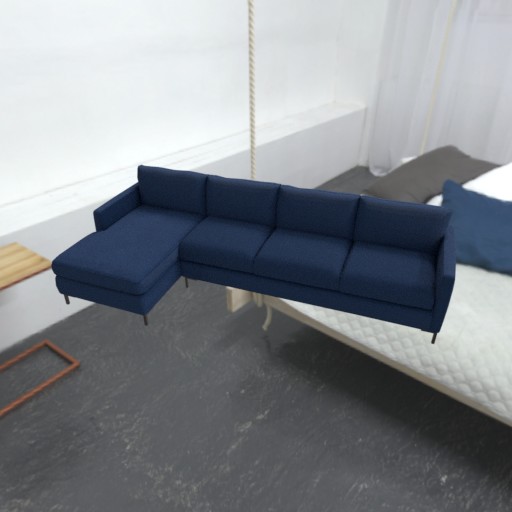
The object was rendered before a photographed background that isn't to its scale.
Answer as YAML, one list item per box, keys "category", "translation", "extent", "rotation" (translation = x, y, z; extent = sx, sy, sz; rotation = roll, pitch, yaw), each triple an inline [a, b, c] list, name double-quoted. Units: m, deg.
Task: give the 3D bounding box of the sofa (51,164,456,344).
- category: "sofa"
  translation: [0.000, 0.000, 2.940]
  extent: [2.450, 0.679, 1.128]
  rotation: [11, 34, 17]
